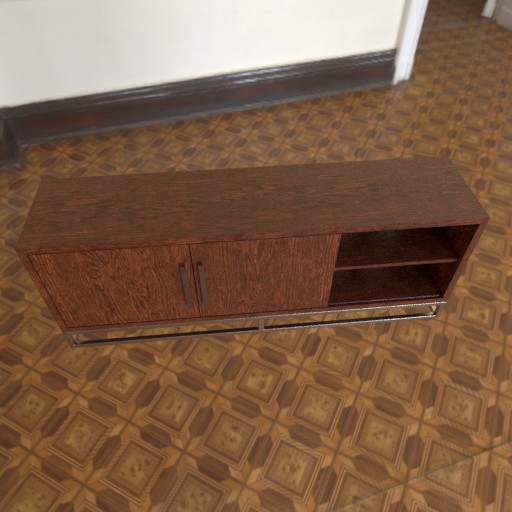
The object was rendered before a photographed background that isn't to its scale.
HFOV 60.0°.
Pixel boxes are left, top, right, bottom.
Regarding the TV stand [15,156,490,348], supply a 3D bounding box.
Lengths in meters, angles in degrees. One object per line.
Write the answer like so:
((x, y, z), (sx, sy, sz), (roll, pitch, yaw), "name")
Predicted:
((0.000, 0.000, 1.755), (1.541, 0.578, 0.382), (-4, 47, -4), "TV stand")
